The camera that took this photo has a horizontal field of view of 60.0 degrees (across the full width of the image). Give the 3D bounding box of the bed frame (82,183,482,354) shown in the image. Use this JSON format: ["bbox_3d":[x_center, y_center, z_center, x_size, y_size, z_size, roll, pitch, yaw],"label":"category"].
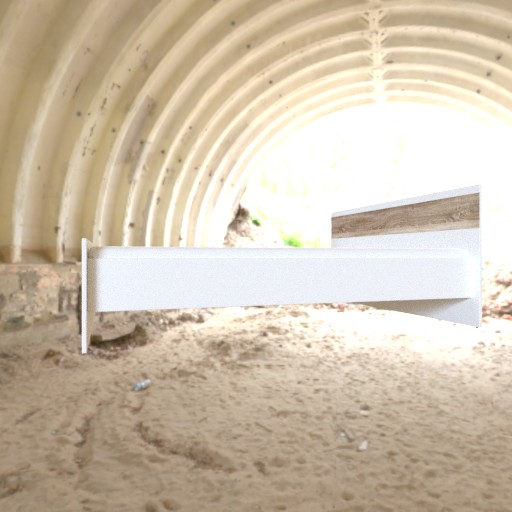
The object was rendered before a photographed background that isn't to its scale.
[{"bbox_3d":[0.000,0.000,2.937,2.060,0.800,1.720,0,0,-18],"label":"bed frame"}]
